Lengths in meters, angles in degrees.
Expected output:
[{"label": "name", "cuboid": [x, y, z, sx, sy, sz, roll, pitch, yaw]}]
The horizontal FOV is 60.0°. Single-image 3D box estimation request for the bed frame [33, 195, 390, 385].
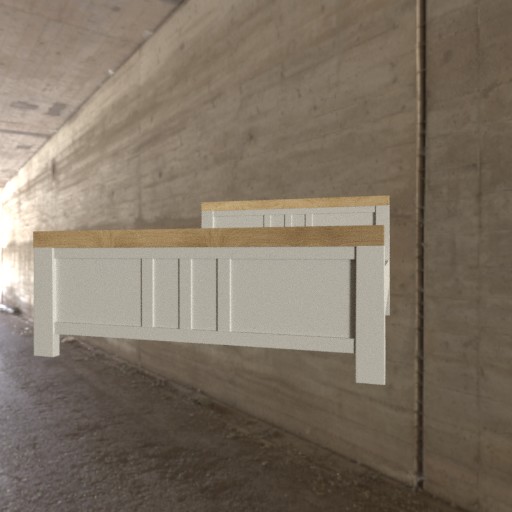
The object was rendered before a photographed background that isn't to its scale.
[{"label": "bed frame", "cuboid": [0.000, 0.000, 2.920, 1.670, 0.980, 2.050, 0, 0, 17]}]
